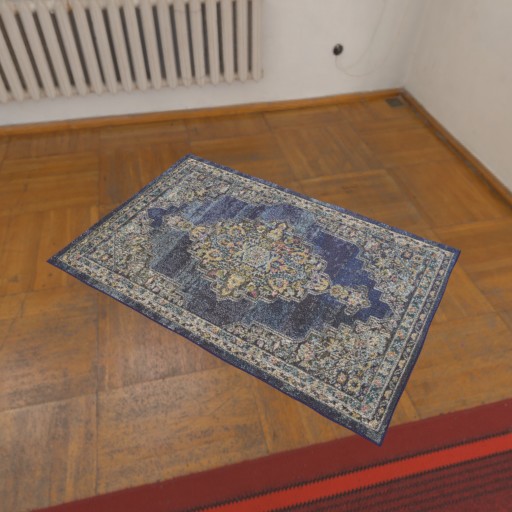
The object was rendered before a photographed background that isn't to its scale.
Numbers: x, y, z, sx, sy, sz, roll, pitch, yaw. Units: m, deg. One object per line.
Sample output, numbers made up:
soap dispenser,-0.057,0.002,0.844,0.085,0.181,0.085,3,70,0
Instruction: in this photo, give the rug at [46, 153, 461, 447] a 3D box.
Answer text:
rug,0.000,0.000,2.271,1.781,0.012,1.184,24,50,22
